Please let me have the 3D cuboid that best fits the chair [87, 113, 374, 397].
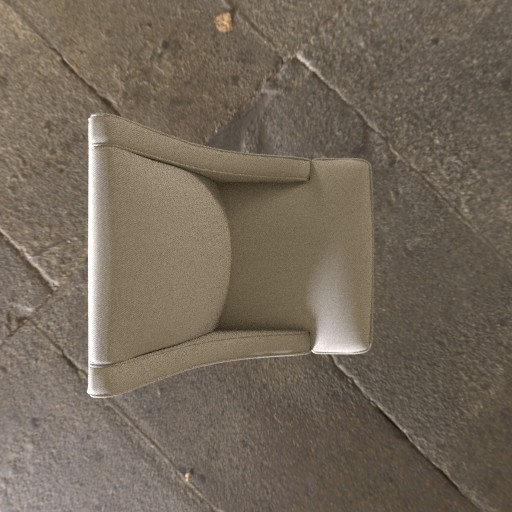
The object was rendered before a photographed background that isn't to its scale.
[{"bbox_3d":[0.000,0.000,1.388,0.748,0.872,0.628,0,90,0],"label":"chair"}]
